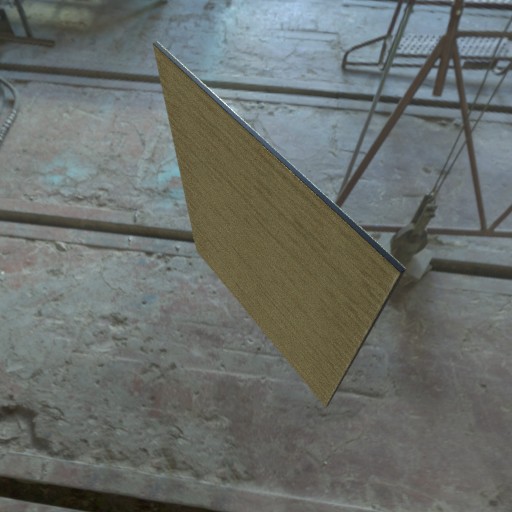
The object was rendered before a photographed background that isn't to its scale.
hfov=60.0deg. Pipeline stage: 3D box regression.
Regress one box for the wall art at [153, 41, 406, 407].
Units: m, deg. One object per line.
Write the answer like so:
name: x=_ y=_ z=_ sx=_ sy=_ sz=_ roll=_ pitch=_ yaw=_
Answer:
wall art: x=0.000 y=0.000 z=0.778 sx=0.009 sy=0.559 sz=0.483 roll=-33 pitch=64 yaw=-19
